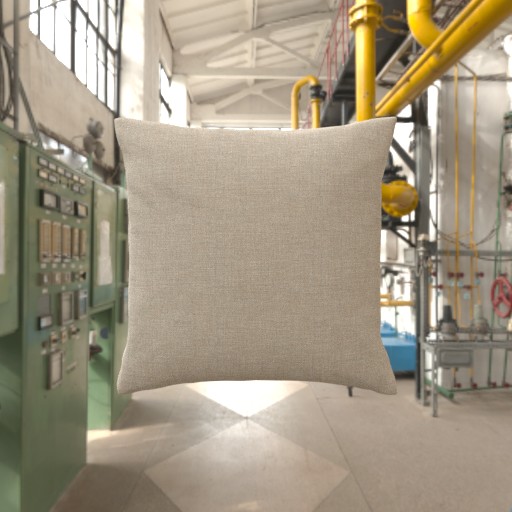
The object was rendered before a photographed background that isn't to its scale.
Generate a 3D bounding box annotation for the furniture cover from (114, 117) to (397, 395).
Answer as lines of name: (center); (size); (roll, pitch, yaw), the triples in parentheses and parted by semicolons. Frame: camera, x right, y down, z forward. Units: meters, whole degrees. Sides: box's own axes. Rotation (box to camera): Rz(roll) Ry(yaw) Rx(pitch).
furniture cover: (0.000, 0.000, 0.809); (0.517, 0.508, 0.158); (0, 0, 0)
